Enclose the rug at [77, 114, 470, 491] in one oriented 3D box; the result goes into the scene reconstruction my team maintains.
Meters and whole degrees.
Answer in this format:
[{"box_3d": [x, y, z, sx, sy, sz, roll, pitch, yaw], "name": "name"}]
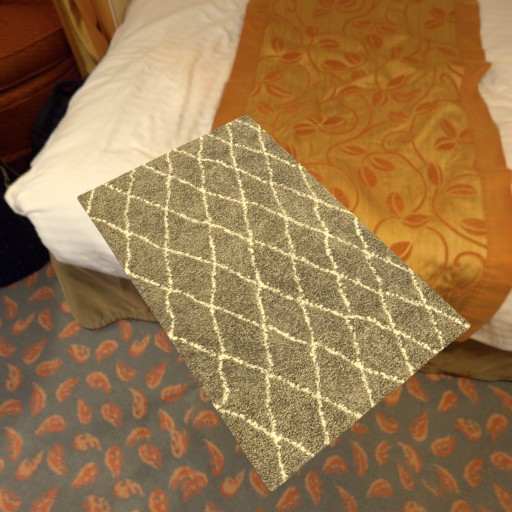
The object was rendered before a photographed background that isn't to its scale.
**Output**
[{"box_3d": [0.000, 0.000, 3.449, 1.778, 0.030, 2.743, -32, 63, -18], "name": "rug"}]
